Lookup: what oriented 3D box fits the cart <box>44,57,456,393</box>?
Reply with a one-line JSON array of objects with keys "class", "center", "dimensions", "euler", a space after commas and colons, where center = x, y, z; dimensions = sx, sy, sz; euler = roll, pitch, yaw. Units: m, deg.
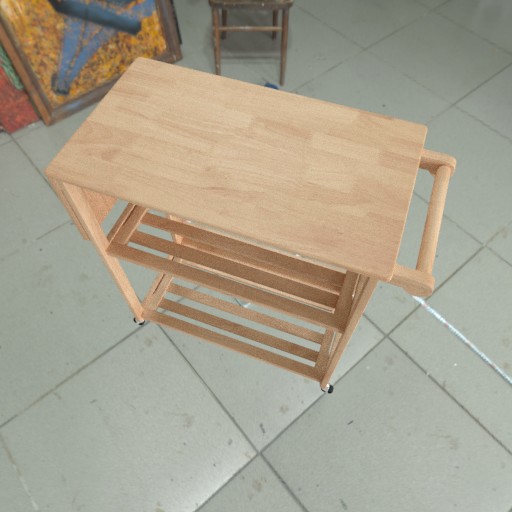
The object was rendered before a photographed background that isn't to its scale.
[{"class": "cart", "center": [0.000, 0.000, 1.351], "dimensions": [0.853, 0.879, 0.432], "euler": [18, 60, 10]}]
